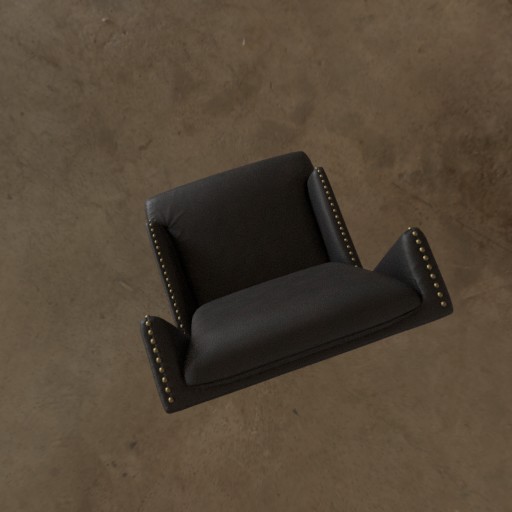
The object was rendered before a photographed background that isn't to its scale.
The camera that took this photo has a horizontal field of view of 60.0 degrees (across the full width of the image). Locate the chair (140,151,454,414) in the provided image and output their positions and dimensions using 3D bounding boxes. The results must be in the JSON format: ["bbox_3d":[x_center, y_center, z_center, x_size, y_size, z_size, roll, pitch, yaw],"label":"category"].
[{"bbox_3d":[0.000,0.000,1.588,0.703,1.142,0.799,-18,77,-4],"label":"chair"}]
